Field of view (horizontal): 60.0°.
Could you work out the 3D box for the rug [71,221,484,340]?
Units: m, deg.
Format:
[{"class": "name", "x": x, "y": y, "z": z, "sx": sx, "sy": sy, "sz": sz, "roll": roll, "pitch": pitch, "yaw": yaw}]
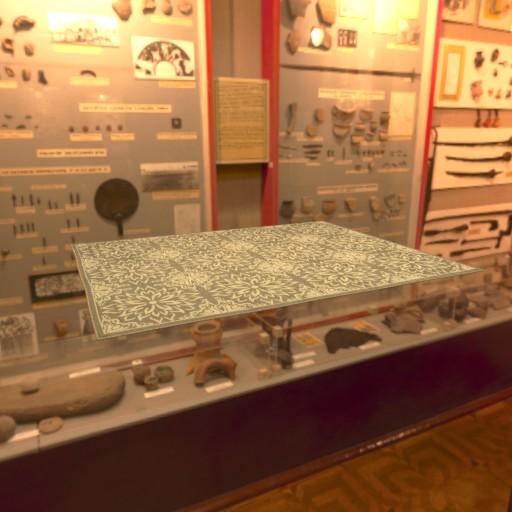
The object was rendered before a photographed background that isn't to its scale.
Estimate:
[{"class": "rug", "x": 0.000, "y": 0.000, "z": 4.004, "sx": 2.980, "sy": 0.012, "sz": 2.363, "roll": -7, "pitch": 17, "yaw": -24}]
